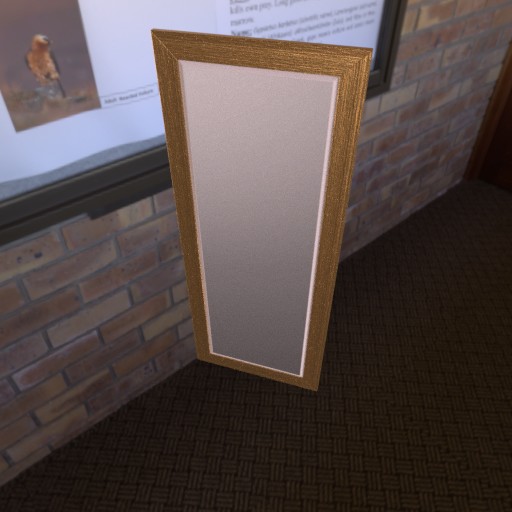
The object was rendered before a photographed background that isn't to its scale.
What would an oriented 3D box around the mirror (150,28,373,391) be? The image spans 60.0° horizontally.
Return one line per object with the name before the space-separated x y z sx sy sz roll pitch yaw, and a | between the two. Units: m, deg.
mirror | 0.000 0.000 2.228 0.812 2.031 0.025 12 42 13
